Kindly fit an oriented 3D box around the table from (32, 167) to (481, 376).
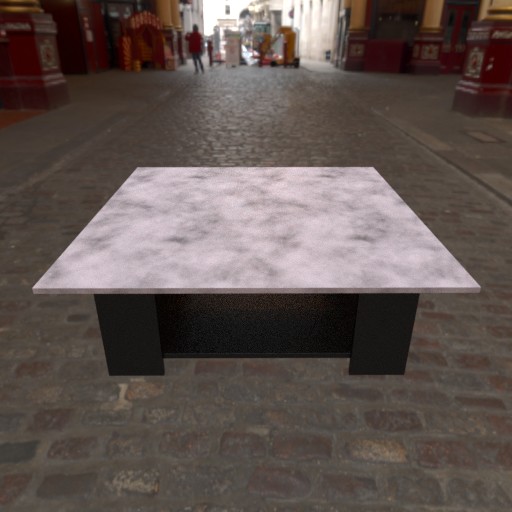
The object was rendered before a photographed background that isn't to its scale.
[{"bbox_3d":[0.000,0.000,1.344,0.890,0.305,0.890,0,27,0],"label":"table"}]
